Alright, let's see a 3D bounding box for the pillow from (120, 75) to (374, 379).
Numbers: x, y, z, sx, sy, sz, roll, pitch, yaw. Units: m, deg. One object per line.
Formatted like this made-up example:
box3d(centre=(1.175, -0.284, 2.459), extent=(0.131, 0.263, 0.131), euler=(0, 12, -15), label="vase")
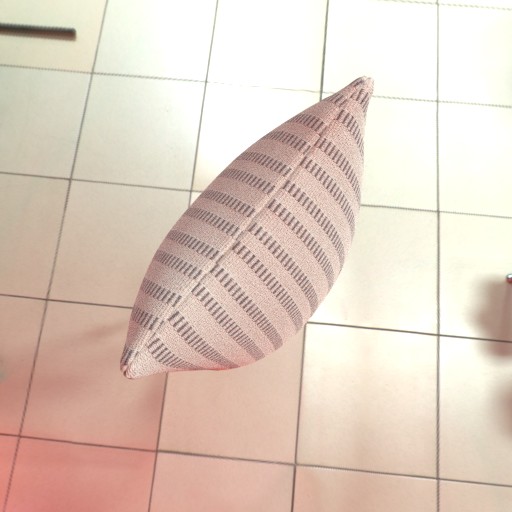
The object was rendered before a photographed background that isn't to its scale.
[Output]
box3d(centre=(0.000, 0.000, 0.679), extent=(0.247, 0.419, 0.438), euler=(38, 80, 8), label="pillow")
